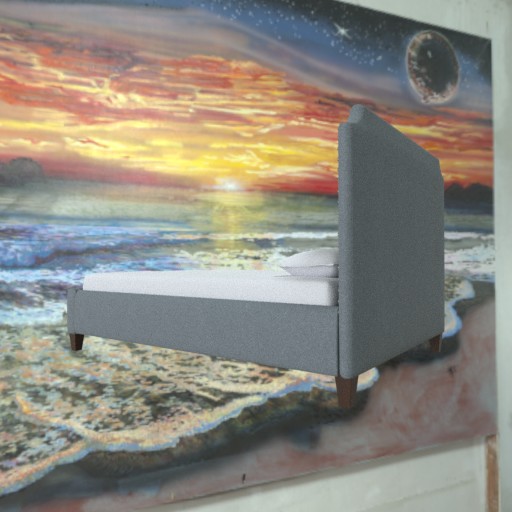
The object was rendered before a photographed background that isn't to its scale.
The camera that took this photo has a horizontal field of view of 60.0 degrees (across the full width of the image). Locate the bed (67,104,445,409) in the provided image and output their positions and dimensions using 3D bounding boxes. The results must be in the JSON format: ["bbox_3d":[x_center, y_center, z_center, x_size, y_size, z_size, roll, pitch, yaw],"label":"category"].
[{"bbox_3d":[0.000,0.000,3.370,2.372,1.443,1.712,-1,-1,36],"label":"bed"}]
